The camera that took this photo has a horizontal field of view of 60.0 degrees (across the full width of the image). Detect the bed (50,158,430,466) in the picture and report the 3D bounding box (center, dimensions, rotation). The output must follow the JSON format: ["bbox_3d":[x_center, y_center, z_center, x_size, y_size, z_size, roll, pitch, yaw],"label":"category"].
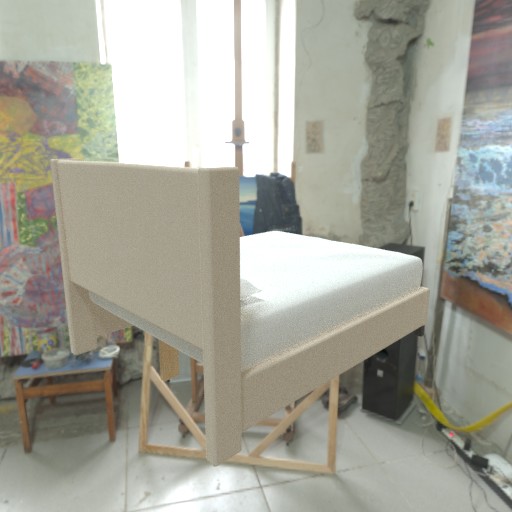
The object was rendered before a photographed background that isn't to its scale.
[{"bbox_3d":[0.000,0.000,3.419,2.293,1.471,1.778,-13,19,-43],"label":"bed"}]
